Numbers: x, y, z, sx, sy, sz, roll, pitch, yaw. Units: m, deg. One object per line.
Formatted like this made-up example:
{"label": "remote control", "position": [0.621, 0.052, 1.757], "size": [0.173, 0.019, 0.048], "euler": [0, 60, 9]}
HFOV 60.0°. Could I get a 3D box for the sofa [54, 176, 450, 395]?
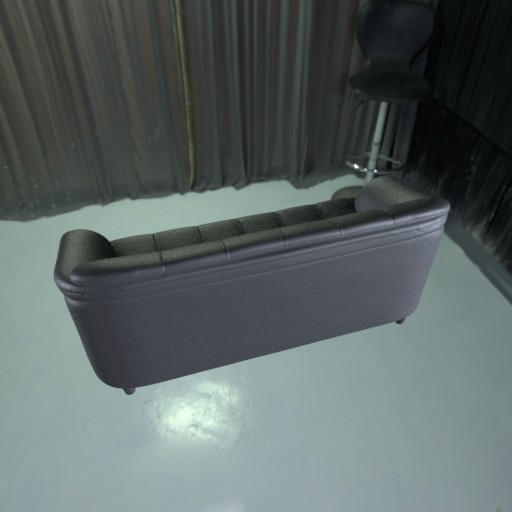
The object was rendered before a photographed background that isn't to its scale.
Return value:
{"label": "sofa", "position": [0.000, 0.000, 2.257], "size": [1.829, 0.811, 0.800], "euler": [-12, 42, -13]}
